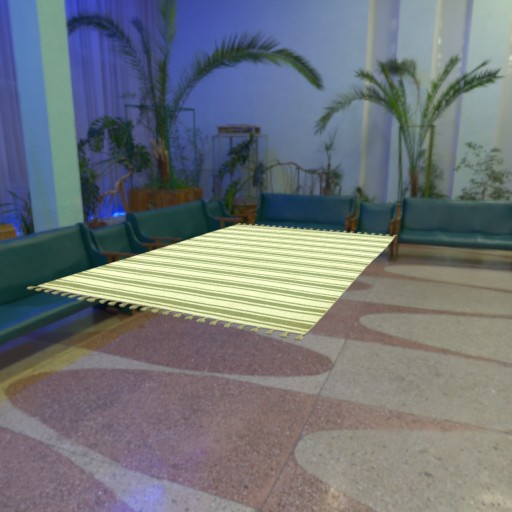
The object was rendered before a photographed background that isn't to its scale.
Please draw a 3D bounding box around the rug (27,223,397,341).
[{"bbox_3d":[0.000,0.000,3.074,1.540,0.018,2.435,6,15,25],"label":"rug"}]
